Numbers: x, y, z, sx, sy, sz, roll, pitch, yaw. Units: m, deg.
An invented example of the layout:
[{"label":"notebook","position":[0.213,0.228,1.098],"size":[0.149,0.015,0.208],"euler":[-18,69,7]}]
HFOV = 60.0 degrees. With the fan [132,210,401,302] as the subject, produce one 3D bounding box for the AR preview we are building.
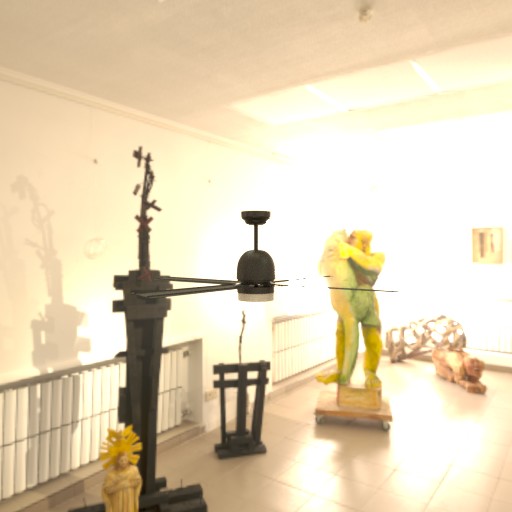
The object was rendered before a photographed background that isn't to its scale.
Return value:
[{"label":"fan","position":[0.000,0.000,2.058],"size":[1.319,0.410,1.319],"euler":[1,1,36]}]
